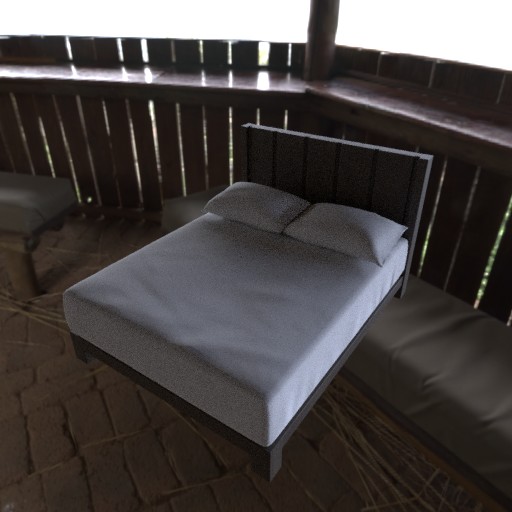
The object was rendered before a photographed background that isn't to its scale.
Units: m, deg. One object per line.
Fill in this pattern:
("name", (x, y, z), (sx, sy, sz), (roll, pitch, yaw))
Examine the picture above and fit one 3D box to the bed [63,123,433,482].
("bed", (0.000, 0.000, 3.326), (1.727, 1.270, 2.242), (19, 36, 29))
